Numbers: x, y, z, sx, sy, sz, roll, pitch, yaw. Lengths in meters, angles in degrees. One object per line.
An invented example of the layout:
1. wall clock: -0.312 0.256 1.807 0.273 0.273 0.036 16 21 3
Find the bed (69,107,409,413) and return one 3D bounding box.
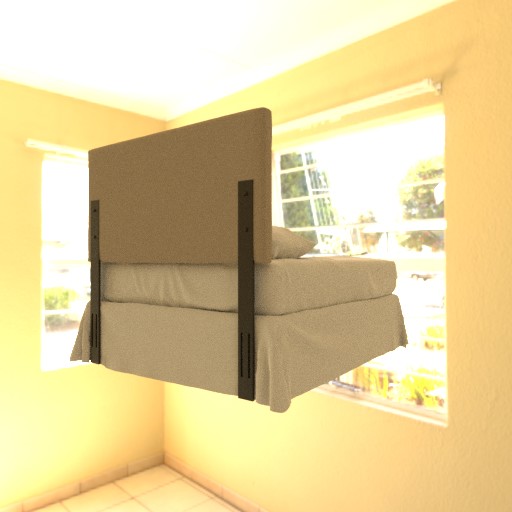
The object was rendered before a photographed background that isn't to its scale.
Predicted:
1. bed: 0.000 0.000 3.633 1.936 1.577 2.222 0 0 37
